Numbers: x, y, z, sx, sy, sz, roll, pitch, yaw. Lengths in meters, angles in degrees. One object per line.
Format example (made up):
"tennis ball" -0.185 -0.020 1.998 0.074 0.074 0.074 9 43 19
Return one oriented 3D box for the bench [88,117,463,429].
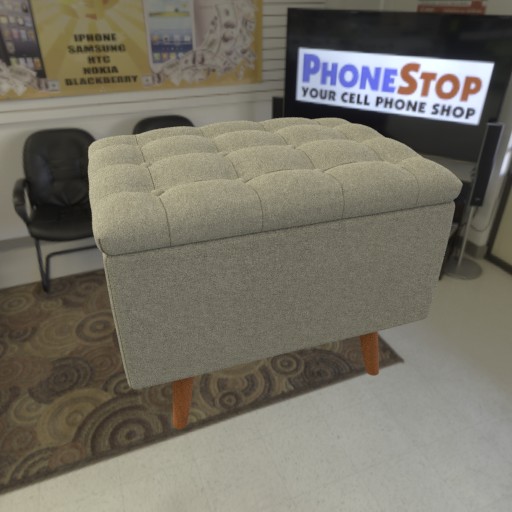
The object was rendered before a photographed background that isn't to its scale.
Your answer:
"bench" 0.000 0.000 0.894 0.572 0.469 0.417 -10 32 -16
